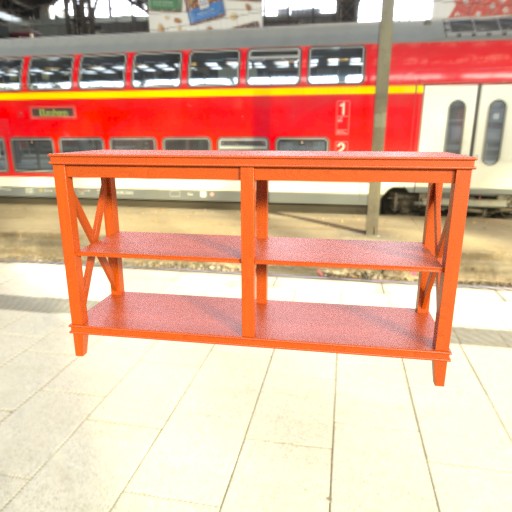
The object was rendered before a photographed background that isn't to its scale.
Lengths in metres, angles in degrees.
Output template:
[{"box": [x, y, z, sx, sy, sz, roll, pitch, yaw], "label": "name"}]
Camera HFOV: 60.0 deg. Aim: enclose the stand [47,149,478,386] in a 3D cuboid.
[{"box": [0.000, 0.000, 1.679, 1.372, 0.762, 0.381, 2, 16, 9], "label": "stand"}]
